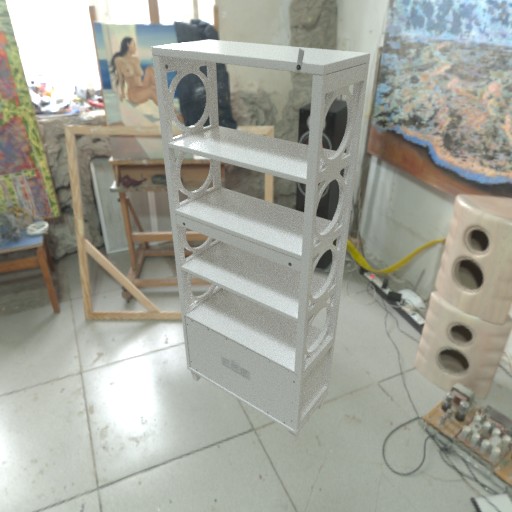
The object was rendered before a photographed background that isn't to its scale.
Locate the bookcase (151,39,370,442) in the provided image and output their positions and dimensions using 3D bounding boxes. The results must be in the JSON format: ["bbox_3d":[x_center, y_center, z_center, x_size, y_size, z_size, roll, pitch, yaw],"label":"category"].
[{"bbox_3d":[0.000,0.000,2.104,0.761,1.869,0.361,21,37,31],"label":"bookcase"}]
